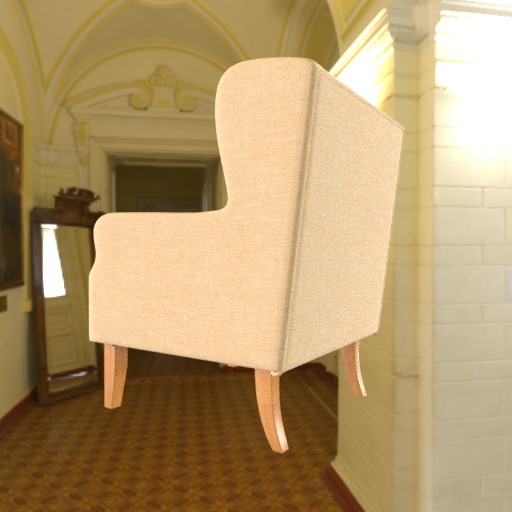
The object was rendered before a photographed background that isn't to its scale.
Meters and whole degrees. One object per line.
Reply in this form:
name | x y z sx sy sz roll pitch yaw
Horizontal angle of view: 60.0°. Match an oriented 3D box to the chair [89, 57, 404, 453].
chair | 0.000 0.000 1.421 0.760 0.930 0.710 0 1 36
